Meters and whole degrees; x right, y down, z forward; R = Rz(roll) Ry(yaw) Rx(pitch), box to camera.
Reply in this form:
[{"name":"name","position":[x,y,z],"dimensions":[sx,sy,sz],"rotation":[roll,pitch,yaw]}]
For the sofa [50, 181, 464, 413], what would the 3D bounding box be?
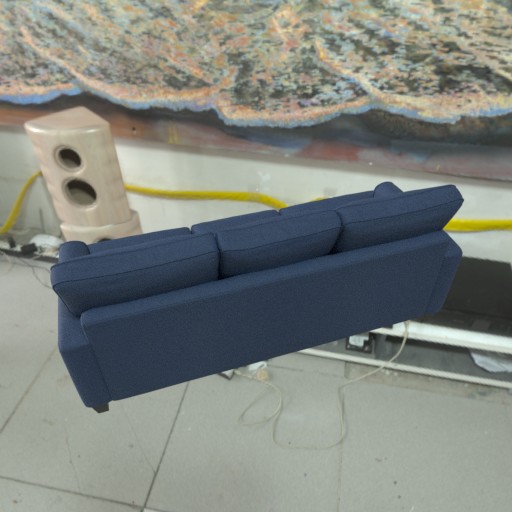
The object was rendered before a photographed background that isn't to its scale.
[{"name":"sofa","position":[0.000,0.000,2.597],"dimensions":[2.158,0.965,0.951],"rotation":[-12,42,-14]}]
